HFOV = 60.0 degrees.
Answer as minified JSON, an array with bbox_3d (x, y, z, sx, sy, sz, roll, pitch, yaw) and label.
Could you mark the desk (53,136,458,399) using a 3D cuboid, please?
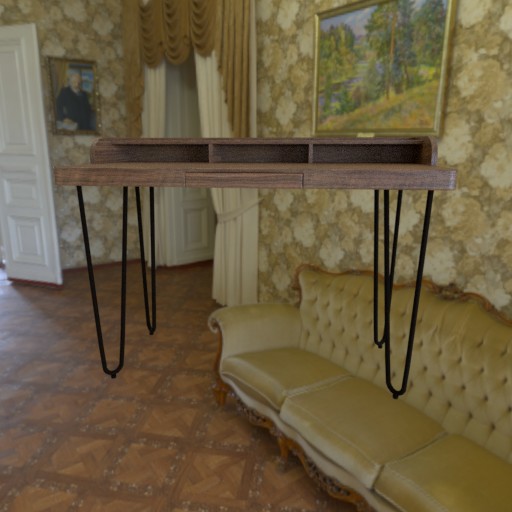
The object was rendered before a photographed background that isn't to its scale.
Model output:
[{"bbox_3d":[0.000,0.000,1.634,1.200,0.854,0.565,2,14,8],"label":"desk"}]
